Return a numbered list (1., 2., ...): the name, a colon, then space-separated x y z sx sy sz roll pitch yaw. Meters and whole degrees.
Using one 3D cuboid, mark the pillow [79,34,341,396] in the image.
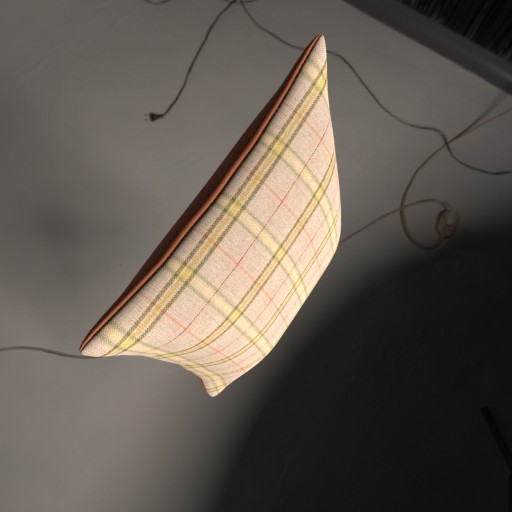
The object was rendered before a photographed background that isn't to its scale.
1. pillow: 0.000 0.000 0.683 0.200 0.430 0.453 33 78 8
